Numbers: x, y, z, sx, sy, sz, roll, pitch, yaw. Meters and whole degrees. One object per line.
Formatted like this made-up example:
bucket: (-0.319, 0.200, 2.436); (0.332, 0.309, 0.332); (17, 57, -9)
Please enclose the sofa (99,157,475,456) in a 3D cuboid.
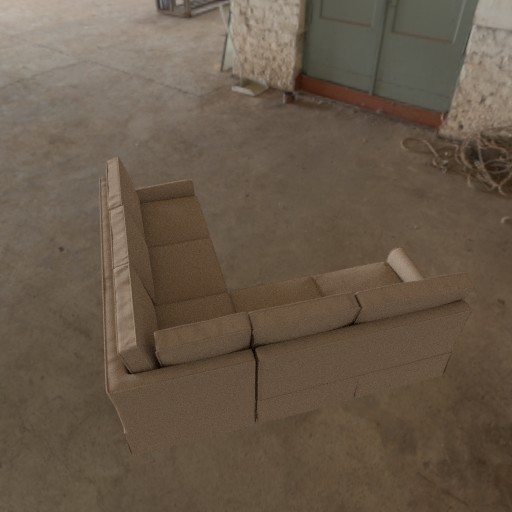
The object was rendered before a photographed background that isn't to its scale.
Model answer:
sofa: (0.000, 0.000, 4.235); (2.730, 1.124, 2.733); (-10, 43, -12)
